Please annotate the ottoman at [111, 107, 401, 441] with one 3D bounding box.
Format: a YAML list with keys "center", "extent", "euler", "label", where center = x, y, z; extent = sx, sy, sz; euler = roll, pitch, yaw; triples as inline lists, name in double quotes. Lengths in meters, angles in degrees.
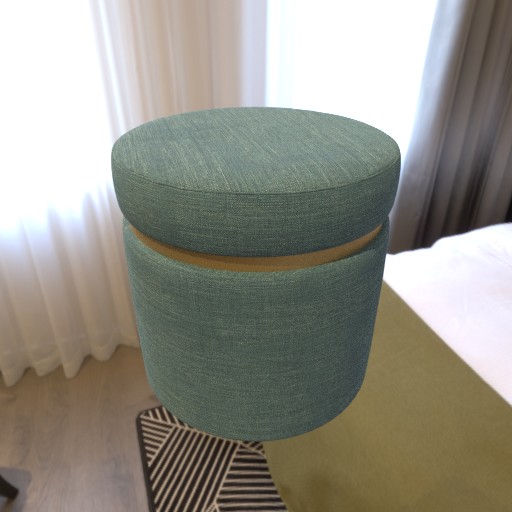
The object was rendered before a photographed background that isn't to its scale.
- center: [0.000, 0.000, 0.713]
  extent: [0.398, 0.406, 0.398]
  euler: [0, 30, 0]
  label: "ottoman"
